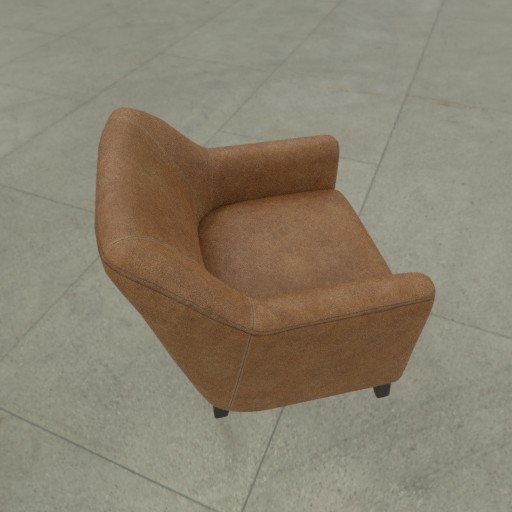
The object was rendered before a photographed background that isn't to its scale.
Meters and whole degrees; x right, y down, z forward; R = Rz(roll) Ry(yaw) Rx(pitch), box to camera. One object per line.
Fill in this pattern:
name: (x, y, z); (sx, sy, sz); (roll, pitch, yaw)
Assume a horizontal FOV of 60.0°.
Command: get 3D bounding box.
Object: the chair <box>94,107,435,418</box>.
chair: (0.000, 0.000, 1.789); (1.034, 0.980, 1.037); (-9, 46, -9)
